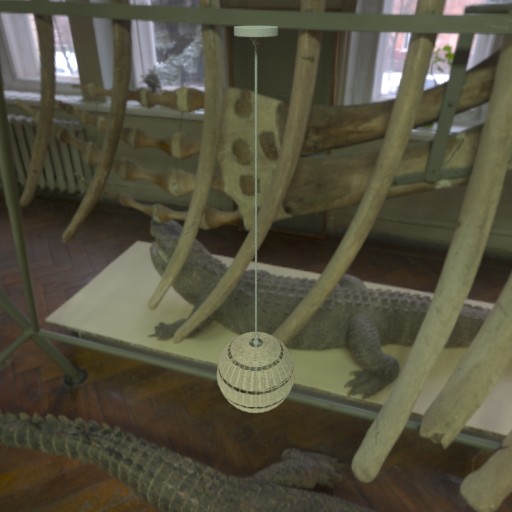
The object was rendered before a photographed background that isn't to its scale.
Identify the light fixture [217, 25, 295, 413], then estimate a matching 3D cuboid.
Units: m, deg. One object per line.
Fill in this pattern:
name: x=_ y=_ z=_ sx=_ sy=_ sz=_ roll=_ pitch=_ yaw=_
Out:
light fixture: x=0.000 y=0.000 z=2.196 sx=0.457 sy=2.019 sz=0.457 roll=9 pitch=32 yaw=15
